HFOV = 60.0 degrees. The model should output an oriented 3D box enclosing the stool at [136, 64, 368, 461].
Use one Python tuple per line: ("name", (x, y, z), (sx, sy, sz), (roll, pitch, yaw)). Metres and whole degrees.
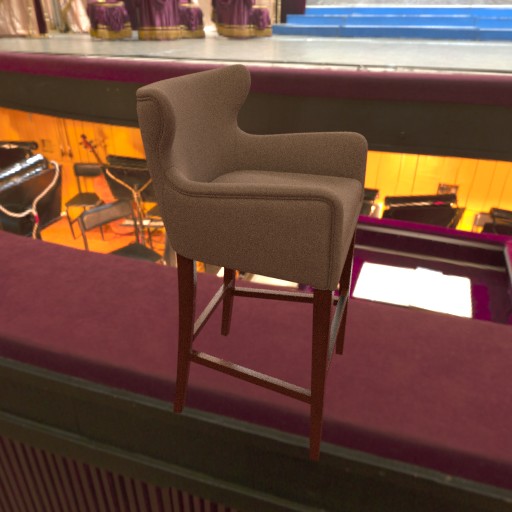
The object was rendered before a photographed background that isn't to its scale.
("stool", (0.000, 0.000, 1.383), (0.575, 1.047, 0.575), (9, 30, 16))
